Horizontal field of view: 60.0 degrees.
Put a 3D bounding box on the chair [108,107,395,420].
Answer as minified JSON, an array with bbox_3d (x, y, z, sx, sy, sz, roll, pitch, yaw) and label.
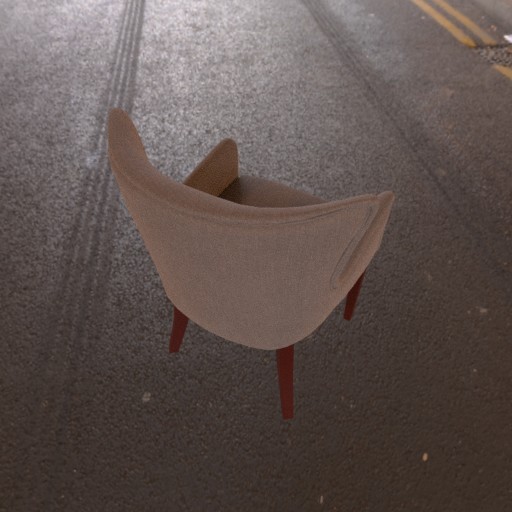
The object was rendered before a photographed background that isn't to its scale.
[{"bbox_3d":[0.000,0.000,1.431,0.732,0.948,0.677,24,50,21],"label":"chair"}]
